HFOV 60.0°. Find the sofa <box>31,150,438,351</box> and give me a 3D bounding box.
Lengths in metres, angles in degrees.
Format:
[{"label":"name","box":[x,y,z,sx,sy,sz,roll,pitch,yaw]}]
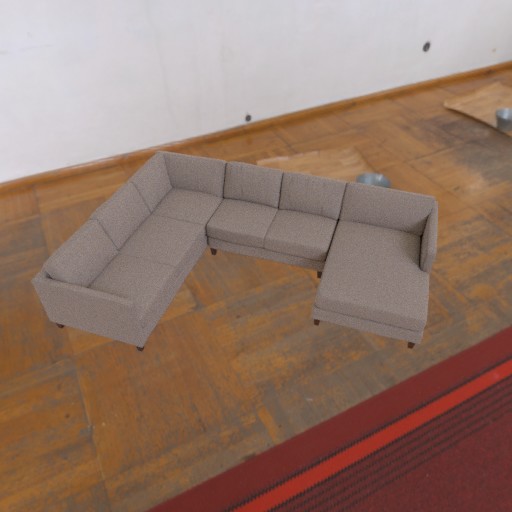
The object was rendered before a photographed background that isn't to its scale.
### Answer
[{"label":"sofa","box":[0.000,0.000,4.556,3.438,0.865,2.424,12,43,14]}]
